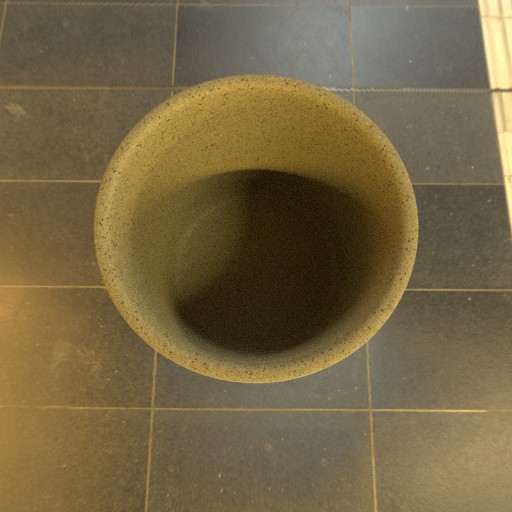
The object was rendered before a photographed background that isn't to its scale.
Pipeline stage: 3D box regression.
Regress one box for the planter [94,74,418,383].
[{"bbox_3d":[0.000,0.000,0.356,0.191,0.199,0.191,0,76,0],"label":"planter"}]
